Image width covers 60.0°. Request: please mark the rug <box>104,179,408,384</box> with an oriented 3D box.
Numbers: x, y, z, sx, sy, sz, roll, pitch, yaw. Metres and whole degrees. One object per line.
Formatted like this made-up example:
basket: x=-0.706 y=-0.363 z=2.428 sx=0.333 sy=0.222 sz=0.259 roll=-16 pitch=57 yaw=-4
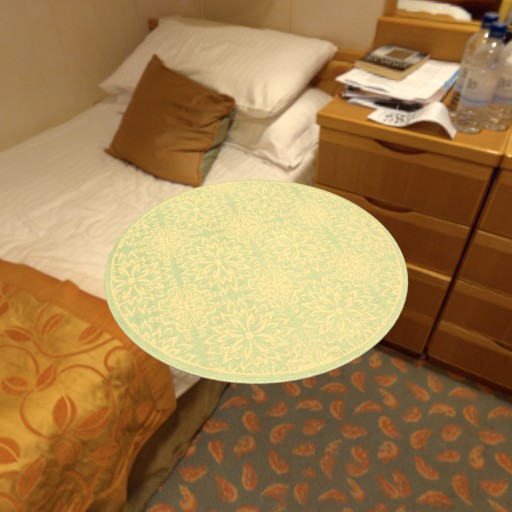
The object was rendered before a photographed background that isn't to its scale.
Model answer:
rug: x=0.000 y=0.000 z=2.400 sx=1.593 sy=0.012 sz=1.593 roll=0 pitch=40 yaw=0
